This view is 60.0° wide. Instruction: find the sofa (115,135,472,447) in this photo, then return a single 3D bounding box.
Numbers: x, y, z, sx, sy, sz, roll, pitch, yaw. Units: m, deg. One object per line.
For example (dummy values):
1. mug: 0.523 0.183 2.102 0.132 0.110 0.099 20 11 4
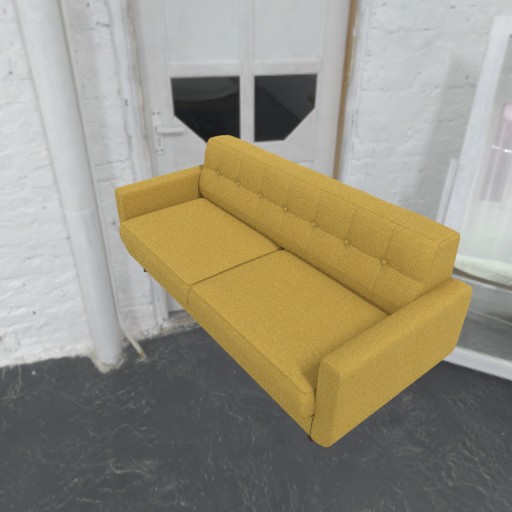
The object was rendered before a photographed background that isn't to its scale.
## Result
1. sofa: 0.000 0.000 2.501 0.909 0.841 2.029 -22 38 -31
